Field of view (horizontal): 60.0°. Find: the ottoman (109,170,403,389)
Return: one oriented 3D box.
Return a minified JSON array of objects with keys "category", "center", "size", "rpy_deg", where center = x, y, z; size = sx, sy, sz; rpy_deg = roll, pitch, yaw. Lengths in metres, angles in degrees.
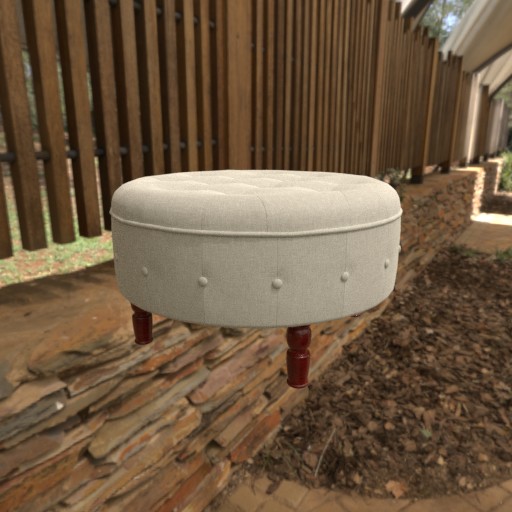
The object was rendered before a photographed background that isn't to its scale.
[{"category":"ottoman","center":[0.000,0.000,1.392],"size":[0.850,0.483,0.850],"rpy_deg":[0,15,0]}]
